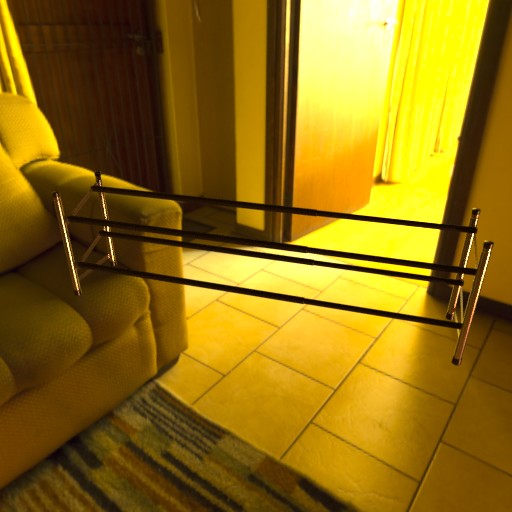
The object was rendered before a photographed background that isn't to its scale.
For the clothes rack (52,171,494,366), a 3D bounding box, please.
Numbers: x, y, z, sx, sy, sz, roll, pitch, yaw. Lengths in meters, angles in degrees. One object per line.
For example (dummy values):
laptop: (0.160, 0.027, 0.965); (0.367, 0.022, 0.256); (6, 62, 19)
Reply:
clothes rack: (0.000, 0.000, 1.299); (1.168, 0.349, 0.229); (8, 29, 15)
